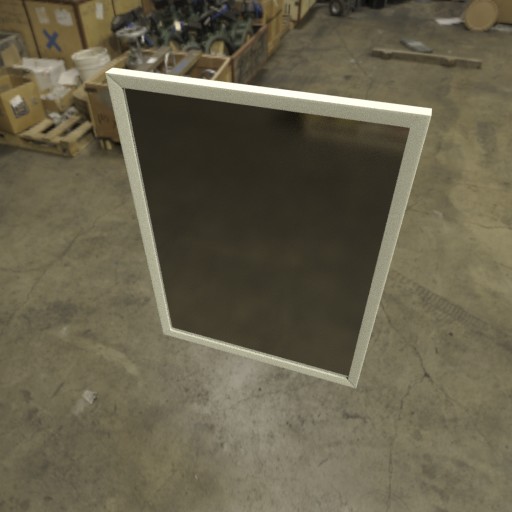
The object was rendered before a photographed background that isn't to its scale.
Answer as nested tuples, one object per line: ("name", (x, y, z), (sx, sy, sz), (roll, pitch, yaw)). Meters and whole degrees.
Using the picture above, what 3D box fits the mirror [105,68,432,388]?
("mirror", (0.000, 0.000, 1.341), (0.762, 1.016, 0.040), (13, 43, 14))
